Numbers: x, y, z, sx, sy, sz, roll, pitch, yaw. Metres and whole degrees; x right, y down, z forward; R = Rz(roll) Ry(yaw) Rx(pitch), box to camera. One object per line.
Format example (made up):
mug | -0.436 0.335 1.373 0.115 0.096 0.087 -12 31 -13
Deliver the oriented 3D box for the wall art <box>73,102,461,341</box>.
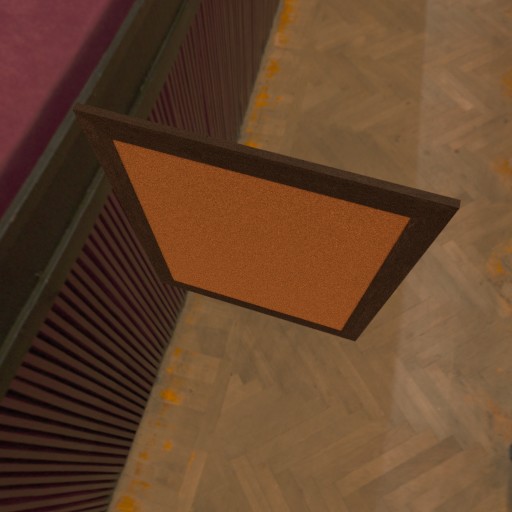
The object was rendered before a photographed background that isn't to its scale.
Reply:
wall art | 0.000 0.000 0.780 0.476 0.570 0.013 16 65 8
